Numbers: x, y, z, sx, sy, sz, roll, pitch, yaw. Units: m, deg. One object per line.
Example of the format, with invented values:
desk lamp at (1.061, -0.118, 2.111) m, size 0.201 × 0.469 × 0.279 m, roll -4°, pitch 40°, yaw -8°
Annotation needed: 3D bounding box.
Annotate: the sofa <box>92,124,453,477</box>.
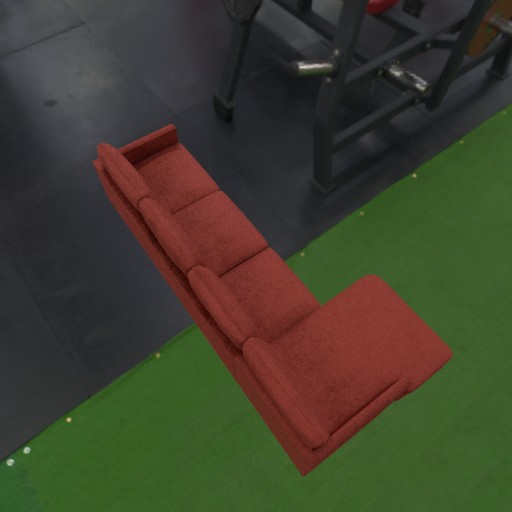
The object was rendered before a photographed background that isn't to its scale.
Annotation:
sofa at (0.000, 0.000, 4.041) m, size 1.500 × 0.967 × 3.400 m, roll -32°, pitch 64°, yaw -18°
